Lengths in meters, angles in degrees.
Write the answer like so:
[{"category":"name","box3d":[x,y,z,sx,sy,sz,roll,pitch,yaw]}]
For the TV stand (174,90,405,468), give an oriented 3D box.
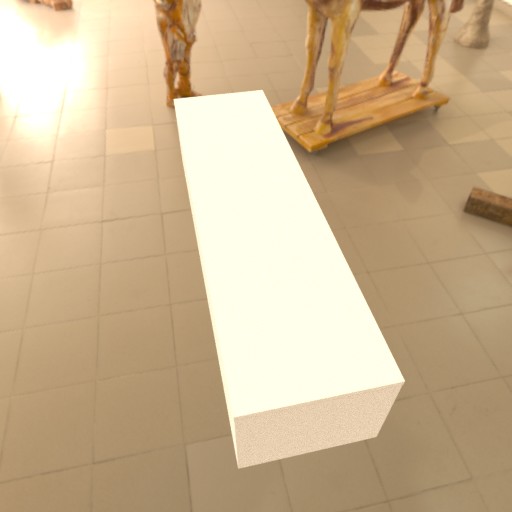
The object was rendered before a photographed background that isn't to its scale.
[{"category":"TV stand","box3d":[0.000,0.000,1.618,0.401,0.560,1.398,-9,47,-8]}]
